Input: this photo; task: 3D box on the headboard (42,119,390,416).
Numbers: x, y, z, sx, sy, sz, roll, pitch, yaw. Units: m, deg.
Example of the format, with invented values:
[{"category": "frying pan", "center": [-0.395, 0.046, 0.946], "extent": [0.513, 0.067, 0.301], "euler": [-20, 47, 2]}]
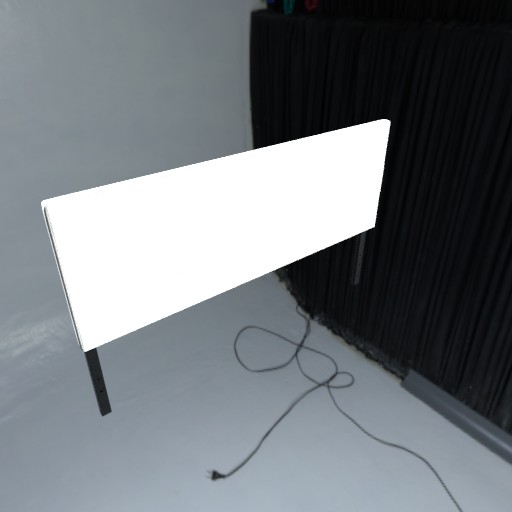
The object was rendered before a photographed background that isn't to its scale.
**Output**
[{"category": "headboard", "center": [0.000, 0.000, 2.893], "extent": [2.362, 1.410, 0.120], "euler": [-22, 37, -32]}]
